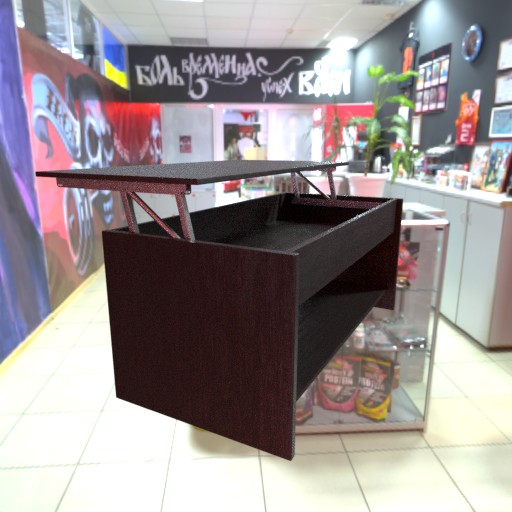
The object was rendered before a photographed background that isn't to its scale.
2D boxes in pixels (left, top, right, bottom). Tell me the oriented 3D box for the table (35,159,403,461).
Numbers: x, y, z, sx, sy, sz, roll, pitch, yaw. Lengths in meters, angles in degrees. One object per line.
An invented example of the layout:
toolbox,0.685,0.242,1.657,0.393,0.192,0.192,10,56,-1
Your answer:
table,0.000,0.000,1.436,0.712,0.570,1.000,8,16,28
